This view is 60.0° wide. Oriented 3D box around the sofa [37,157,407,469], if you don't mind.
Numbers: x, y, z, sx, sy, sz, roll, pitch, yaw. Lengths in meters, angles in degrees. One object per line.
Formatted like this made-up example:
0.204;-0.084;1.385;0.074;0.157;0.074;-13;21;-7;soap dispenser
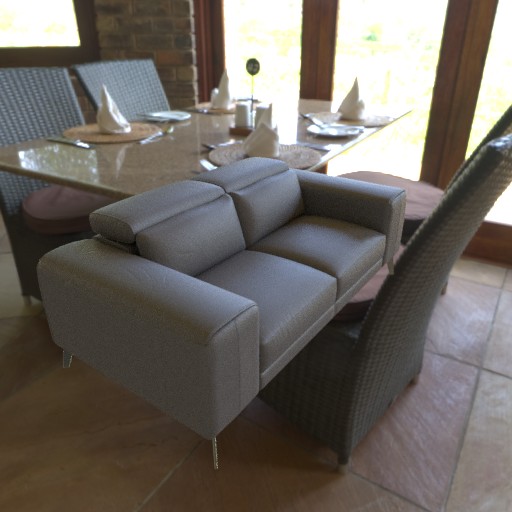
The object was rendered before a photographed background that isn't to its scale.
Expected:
0.000;0.000;2.441;1.024;0.753;1.930;18;32;31;sofa
